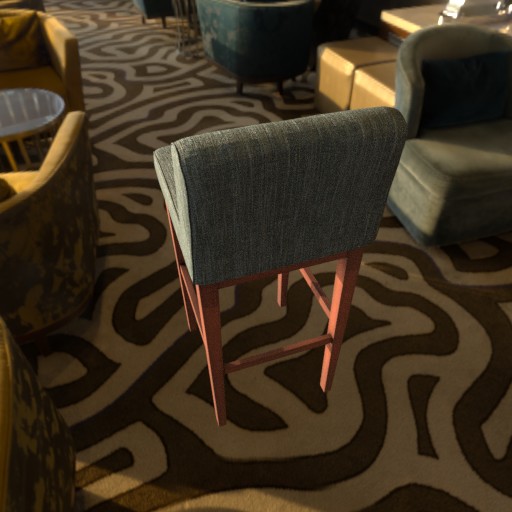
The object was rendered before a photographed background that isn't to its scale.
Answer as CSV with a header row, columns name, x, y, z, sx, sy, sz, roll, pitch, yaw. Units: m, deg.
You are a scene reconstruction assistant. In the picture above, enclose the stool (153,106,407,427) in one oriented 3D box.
name,x,y,z,sx,sy,sz,roll,pitch,yaw
stool,0.000,0.000,1.226,0.426,0.965,0.499,-13,44,-14
